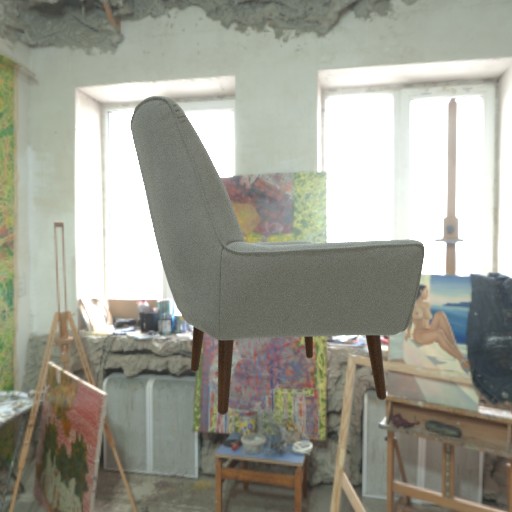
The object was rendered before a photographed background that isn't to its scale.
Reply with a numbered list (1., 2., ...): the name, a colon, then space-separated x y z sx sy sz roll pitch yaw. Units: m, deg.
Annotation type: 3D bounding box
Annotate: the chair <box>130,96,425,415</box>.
1. chair: 0.000 0.000 1.518 0.822 0.888 0.787 -1 2 -18
